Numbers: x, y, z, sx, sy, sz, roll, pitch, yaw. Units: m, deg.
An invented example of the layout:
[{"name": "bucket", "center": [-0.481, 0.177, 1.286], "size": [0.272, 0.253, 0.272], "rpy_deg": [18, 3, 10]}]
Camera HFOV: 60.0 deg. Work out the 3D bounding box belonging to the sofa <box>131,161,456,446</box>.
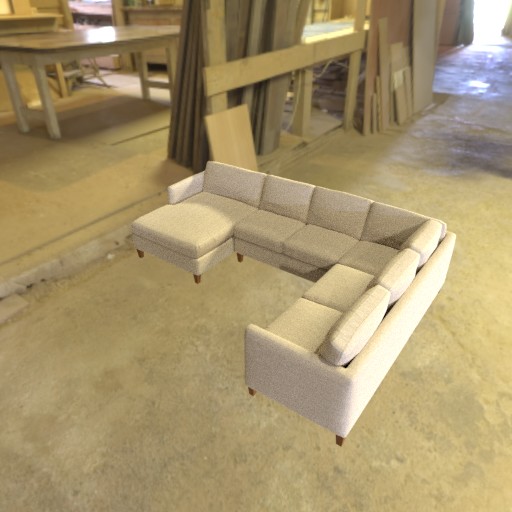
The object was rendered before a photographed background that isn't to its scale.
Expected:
[{"name": "sofa", "center": [0.000, 0.000, 4.811], "size": [3.460, 0.961, 2.594], "rpy_deg": [21, 37, 30]}]
